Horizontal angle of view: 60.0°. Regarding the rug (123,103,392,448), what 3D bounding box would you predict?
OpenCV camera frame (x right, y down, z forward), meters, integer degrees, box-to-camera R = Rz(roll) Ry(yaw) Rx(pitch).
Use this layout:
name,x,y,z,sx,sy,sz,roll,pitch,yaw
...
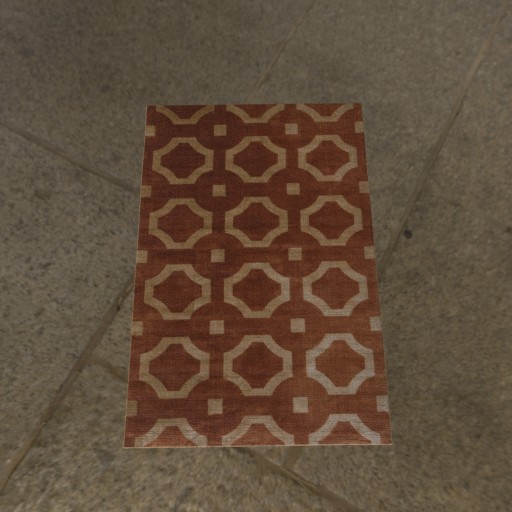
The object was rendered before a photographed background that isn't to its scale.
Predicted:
name,x,y,z,sx,sy,sz,roll,pitch,yaw
rug,0.000,0.000,2.875,1.555,0.016,2.286,-1,74,0
